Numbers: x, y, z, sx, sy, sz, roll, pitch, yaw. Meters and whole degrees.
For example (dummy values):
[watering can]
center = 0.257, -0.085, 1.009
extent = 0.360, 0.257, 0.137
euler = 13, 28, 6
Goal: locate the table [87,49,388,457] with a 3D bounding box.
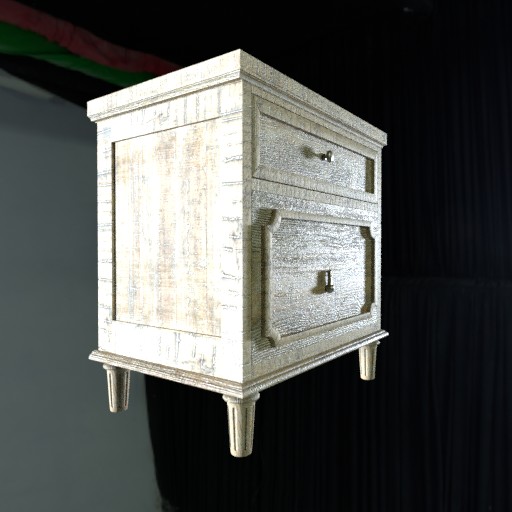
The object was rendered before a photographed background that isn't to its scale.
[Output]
[table]
center = 0.000, 0.000, 1.156
extent = 0.457, 0.711, 0.686
euler = 1, 1, 37
